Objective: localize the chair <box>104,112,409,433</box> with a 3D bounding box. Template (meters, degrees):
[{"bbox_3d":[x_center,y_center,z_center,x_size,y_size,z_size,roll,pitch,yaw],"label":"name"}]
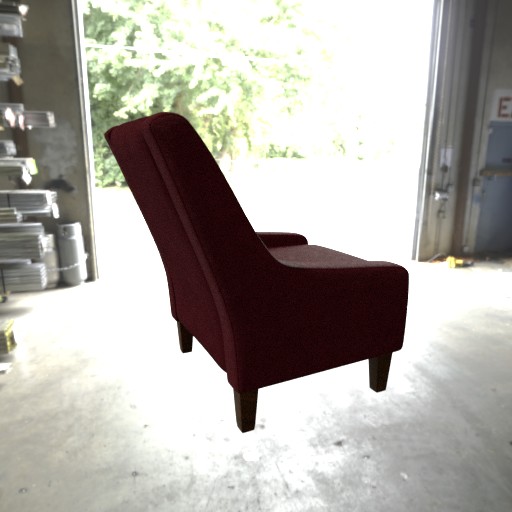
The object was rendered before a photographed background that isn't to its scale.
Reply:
[{"bbox_3d":[0.000,0.000,1.759,0.985,1.017,0.793,-6,15,-25],"label":"chair"}]
